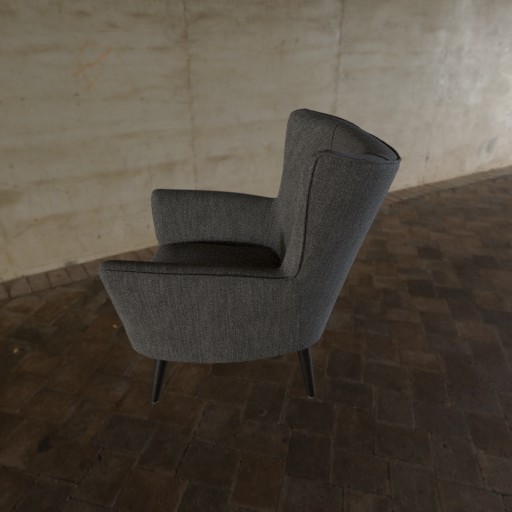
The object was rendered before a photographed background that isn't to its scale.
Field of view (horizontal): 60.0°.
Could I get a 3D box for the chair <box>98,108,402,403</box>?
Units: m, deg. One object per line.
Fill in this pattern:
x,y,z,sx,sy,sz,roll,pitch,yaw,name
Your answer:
0.000,0.000,1.612,0.888,0.933,0.781,0,26,1,chair
